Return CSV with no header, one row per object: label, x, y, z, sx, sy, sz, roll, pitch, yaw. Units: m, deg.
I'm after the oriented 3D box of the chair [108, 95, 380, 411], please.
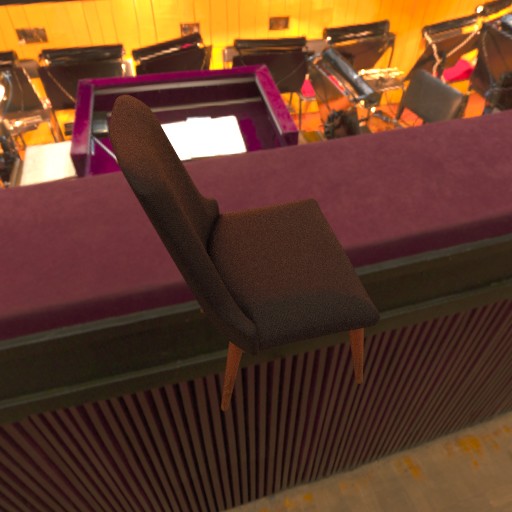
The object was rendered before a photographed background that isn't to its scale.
chair,0.000,0.000,1.163,0.567,0.820,0.504,-10,47,-10
